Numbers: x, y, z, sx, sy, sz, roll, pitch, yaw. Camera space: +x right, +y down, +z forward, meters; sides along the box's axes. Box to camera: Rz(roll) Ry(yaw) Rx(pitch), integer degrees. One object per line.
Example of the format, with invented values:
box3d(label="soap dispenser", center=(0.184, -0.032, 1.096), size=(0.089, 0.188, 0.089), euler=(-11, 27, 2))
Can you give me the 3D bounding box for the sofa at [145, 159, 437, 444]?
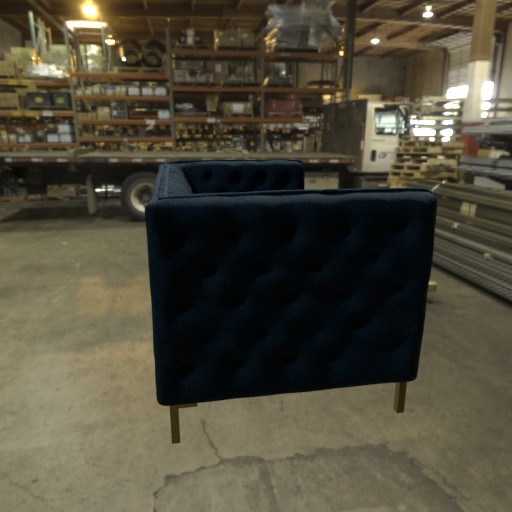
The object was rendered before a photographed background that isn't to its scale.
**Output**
box3d(label="sofa", center=(0.000, 0.000, 2.098), size=(0.909, 0.810, 1.583), euler=(-3, 16, -10))
